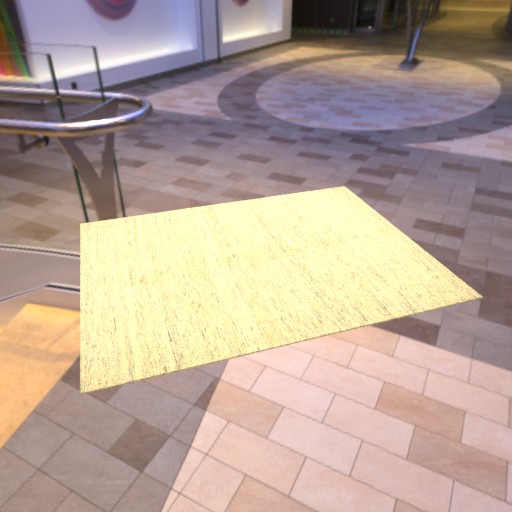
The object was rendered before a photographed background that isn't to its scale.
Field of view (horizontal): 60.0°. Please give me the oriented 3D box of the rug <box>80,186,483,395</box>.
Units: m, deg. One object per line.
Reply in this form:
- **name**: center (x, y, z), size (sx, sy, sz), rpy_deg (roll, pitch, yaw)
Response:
- **rug**: center (0.000, 0.000, 4.256), size (3.201, 0.014, 2.437), rpy_deg (-10, 34, -16)
